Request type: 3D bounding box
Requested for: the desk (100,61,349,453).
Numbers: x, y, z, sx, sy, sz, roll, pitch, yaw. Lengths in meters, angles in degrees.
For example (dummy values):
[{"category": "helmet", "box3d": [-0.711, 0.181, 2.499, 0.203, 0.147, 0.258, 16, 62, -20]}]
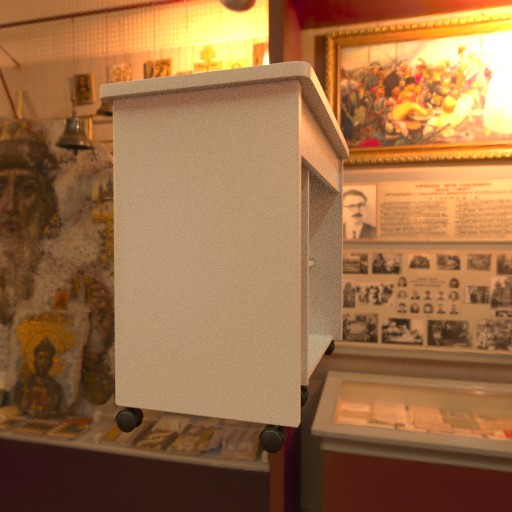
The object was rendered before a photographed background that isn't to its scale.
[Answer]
[{"category": "desk", "box3d": [0.000, 0.000, 1.325, 0.475, 0.763, 0.877, 0, 2, 17]}]
